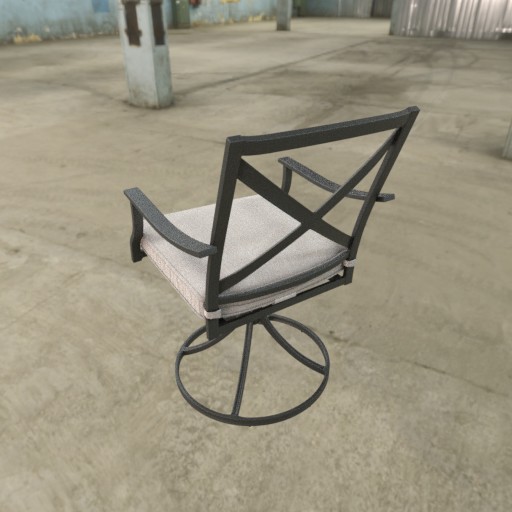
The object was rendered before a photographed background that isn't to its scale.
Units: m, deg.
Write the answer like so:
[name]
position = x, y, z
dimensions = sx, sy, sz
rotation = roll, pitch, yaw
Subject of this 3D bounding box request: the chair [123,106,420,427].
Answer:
[chair]
position = 0.000, 0.000, 1.298
dimensions = 0.575, 0.889, 0.620
rotation = -18, 34, -28
